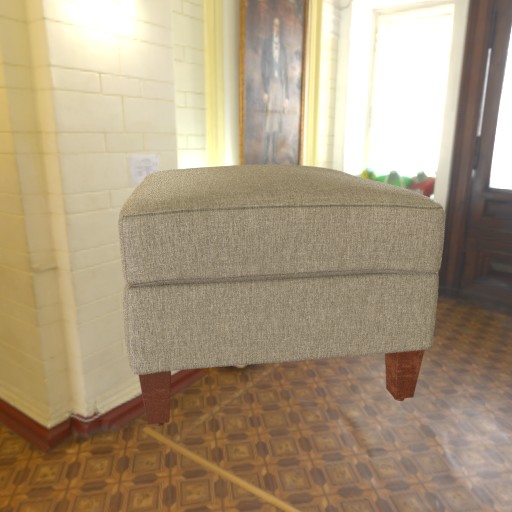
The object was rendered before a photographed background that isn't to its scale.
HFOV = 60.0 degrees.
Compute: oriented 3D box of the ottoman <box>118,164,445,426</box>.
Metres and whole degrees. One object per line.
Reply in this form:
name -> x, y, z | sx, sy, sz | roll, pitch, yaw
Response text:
ottoman -> 0.000, 0.000, 1.236 | 0.639, 0.494, 0.873 | -2, 15, -9
